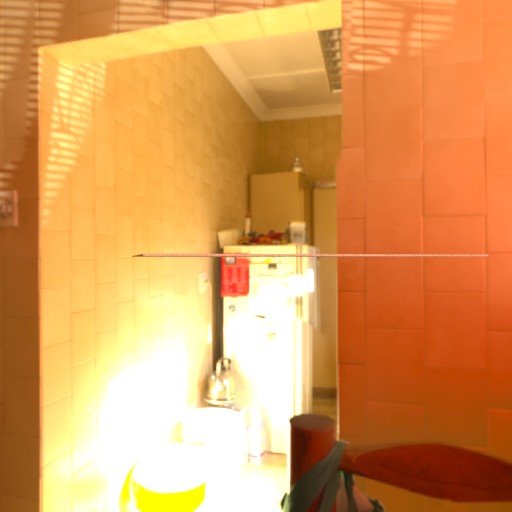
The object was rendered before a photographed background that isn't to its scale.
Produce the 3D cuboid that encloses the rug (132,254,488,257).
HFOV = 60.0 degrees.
[{"bbox_3d":[0.000,0.000,2.313,1.220,0.007,1.828,0,0,-16],"label":"rug"}]
